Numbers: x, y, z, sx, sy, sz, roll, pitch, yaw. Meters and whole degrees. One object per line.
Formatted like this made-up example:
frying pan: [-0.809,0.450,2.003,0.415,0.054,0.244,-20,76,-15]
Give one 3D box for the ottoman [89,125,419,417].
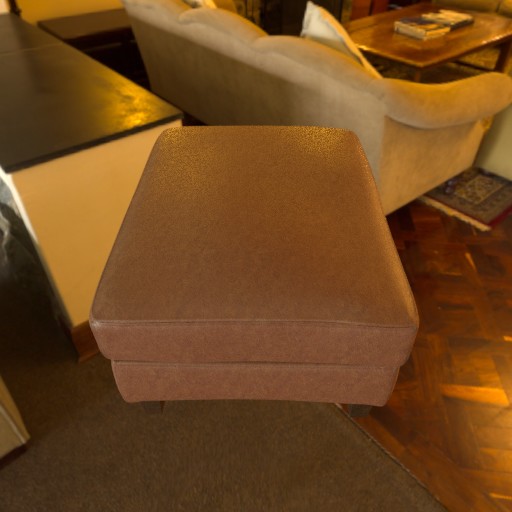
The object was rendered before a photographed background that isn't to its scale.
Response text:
ottoman: [0.000,0.000,1.264,0.650,0.485,0.851,1,41,1]
